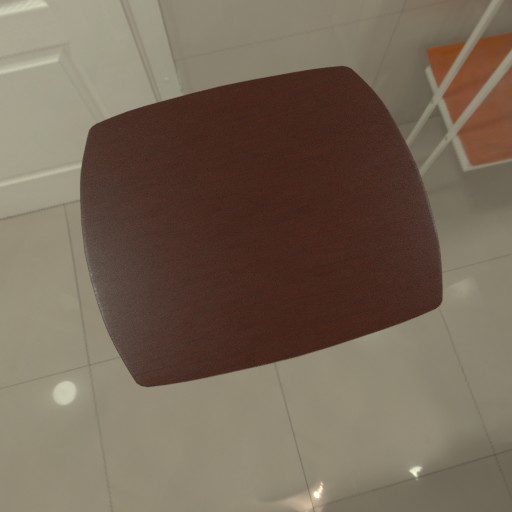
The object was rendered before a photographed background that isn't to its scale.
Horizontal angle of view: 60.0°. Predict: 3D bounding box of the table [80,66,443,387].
[{"bbox_3d":[0.000,0.000,0.881,0.502,0.496,0.433,-14,74,-4],"label":"table"}]
